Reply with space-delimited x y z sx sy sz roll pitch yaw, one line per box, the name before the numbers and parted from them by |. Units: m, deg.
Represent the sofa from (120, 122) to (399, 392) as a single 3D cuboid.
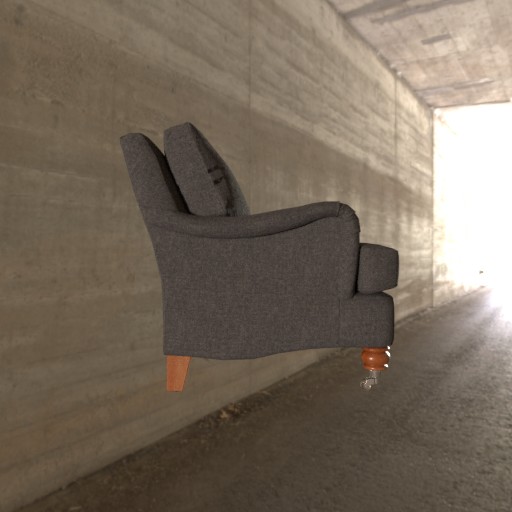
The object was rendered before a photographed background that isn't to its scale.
sofa | 0.000 0.000 2.707 1.087 1.054 2.160 0 0 -2
